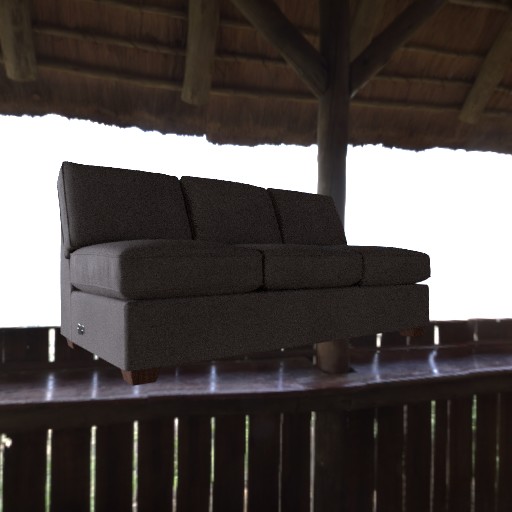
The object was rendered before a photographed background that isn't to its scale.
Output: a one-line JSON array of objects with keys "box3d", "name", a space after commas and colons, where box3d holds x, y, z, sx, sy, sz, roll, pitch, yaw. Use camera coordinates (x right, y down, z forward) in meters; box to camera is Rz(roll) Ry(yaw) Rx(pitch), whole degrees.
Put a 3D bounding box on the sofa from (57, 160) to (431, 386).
[{"box3d": [0.000, 0.000, 2.531, 1.962, 0.973, 1.027, 0, 0, -36], "name": "sofa"}]
